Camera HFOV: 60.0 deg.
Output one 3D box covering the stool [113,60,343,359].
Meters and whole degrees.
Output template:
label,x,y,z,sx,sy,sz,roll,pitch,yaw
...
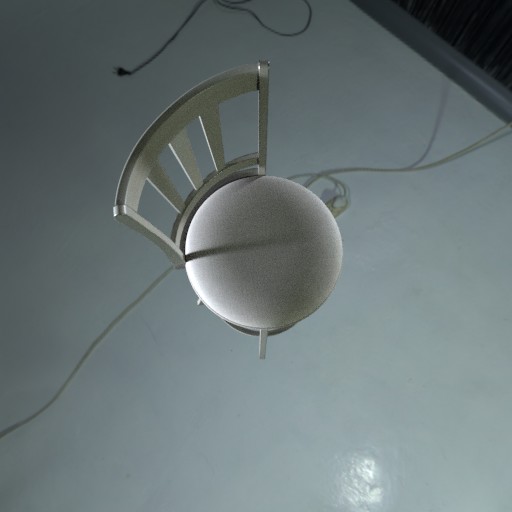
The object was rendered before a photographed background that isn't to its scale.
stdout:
label,x,y,z,sx,sy,sz,roll,pitch,yaw
stool,0.000,0.000,1.305,0.475,1.042,0.436,39,78,10
